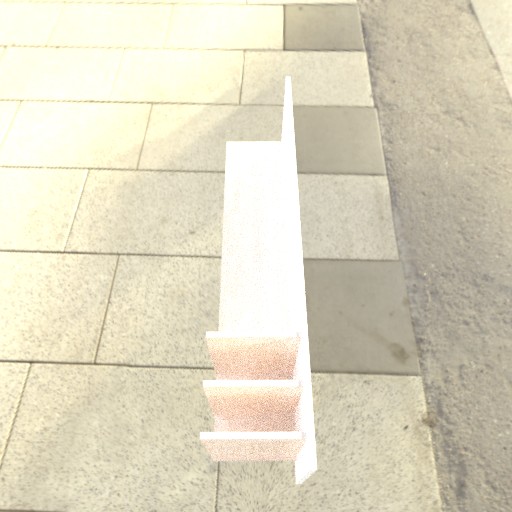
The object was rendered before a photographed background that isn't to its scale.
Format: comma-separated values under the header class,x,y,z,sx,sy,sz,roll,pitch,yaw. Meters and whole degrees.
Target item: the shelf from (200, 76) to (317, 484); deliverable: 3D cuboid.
class,x,y,z,sx,sy,sz,roll,pitch,yaw
shelf,0.000,0.000,1.134,0.200,0.300,1.020,0,59,0
